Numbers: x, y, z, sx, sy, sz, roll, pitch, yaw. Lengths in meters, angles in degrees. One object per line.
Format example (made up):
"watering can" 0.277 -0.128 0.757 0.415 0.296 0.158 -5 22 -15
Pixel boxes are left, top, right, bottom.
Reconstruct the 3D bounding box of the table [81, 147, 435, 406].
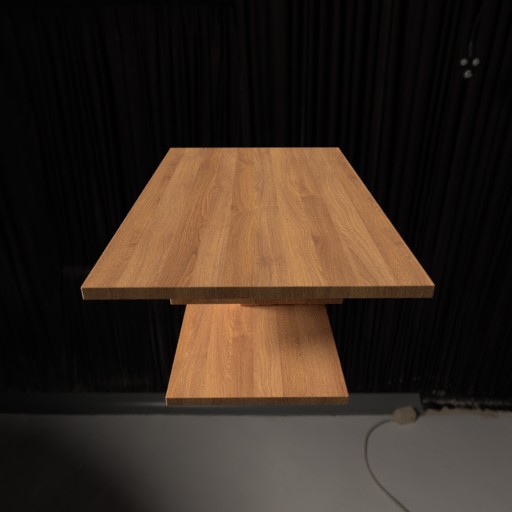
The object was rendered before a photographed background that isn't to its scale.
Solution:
"table" 0.000 0.000 1.464 0.700 0.442 1.100 0 28 0
